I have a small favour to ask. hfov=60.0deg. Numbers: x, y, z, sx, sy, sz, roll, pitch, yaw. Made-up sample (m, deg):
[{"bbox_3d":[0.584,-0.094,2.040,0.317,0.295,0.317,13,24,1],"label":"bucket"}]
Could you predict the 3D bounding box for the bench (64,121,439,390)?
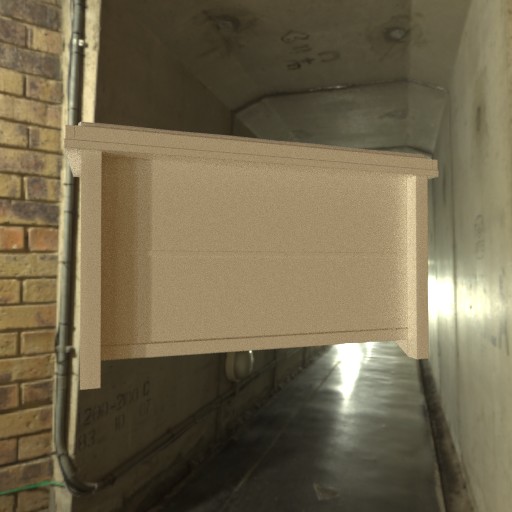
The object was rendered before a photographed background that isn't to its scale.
[{"bbox_3d":[0.000,0.000,1.266,0.987,0.589,0.346,0,-1,-19],"label":"bench"}]
